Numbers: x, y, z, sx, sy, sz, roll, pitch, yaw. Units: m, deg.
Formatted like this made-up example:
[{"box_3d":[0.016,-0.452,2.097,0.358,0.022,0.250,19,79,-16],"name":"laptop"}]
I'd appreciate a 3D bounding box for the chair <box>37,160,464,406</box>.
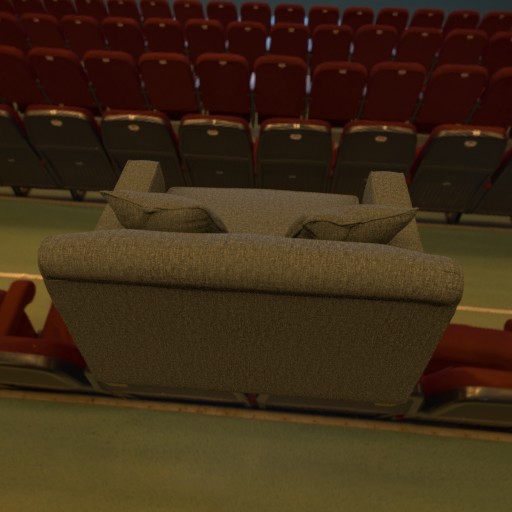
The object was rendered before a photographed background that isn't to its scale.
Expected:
[{"box_3d":[0.000,0.000,2.007,1.383,0.948,1.000,3,47,3],"name":"chair"}]
